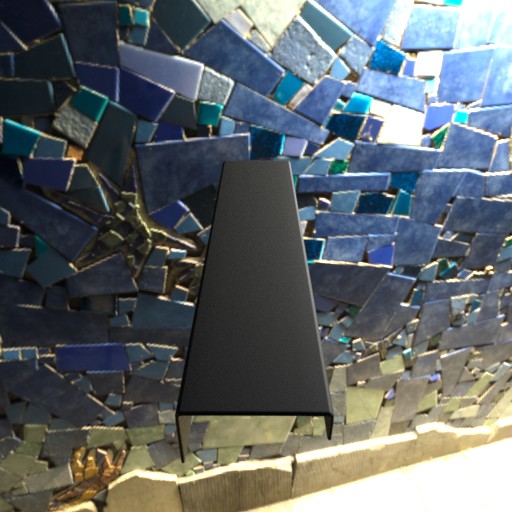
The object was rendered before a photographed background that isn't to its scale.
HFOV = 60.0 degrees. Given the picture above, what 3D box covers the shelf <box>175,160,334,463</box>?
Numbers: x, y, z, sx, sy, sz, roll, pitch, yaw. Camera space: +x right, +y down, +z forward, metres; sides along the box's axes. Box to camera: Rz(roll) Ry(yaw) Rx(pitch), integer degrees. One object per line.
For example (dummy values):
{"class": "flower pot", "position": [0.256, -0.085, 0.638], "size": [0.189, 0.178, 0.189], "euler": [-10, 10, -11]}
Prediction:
{"class": "shelf", "position": [0.000, 0.000, 0.484], "size": [0.102, 0.053, 0.456], "euler": [0, 32, 0]}
